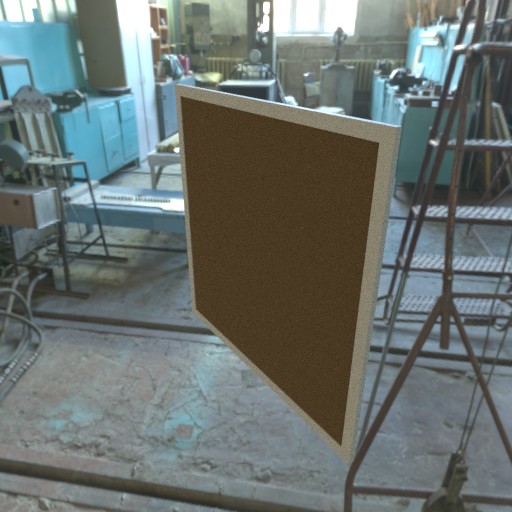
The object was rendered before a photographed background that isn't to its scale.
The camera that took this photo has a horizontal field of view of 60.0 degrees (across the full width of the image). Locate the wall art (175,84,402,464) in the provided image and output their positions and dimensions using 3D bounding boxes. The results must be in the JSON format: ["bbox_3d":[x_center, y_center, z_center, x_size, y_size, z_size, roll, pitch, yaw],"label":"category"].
[{"bbox_3d":[0.000,0.000,1.207,0.015,0.812,0.812,-18,32,-31],"label":"wall art"}]
